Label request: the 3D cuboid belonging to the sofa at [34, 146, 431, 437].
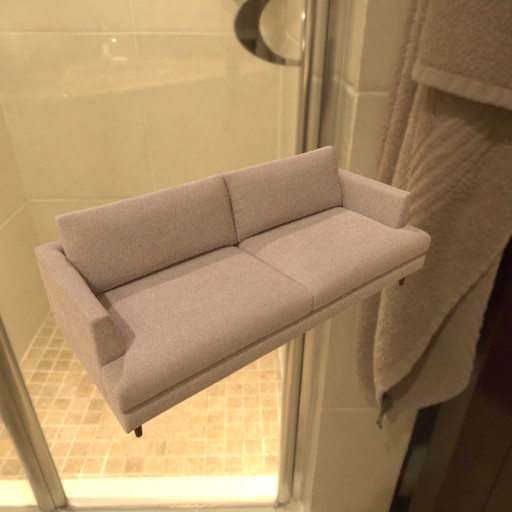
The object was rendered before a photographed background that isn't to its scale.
[{"bbox_3d":[0.000,0.000,2.727,2.250,0.868,1.020,-22,37,-33],"label":"sofa"}]
